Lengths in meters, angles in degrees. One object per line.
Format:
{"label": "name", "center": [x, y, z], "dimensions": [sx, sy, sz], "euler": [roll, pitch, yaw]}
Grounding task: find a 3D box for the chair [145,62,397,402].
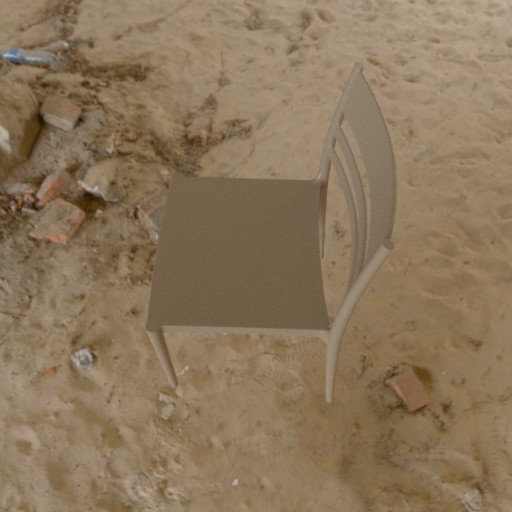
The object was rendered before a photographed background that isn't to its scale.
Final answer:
{"label": "chair", "center": [0.000, 0.000, 1.144], "dimensions": [0.511, 0.800, 0.531], "euler": [1, 58, 1]}
